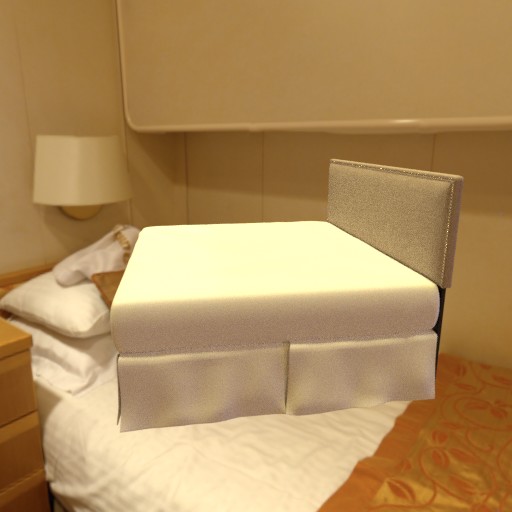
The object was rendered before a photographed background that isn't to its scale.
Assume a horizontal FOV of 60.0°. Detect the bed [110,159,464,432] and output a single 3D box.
[{"bbox_3d":[0.000,0.000,3.376,1.914,1.346,2.170,-2,15,-9],"label":"bed"}]
